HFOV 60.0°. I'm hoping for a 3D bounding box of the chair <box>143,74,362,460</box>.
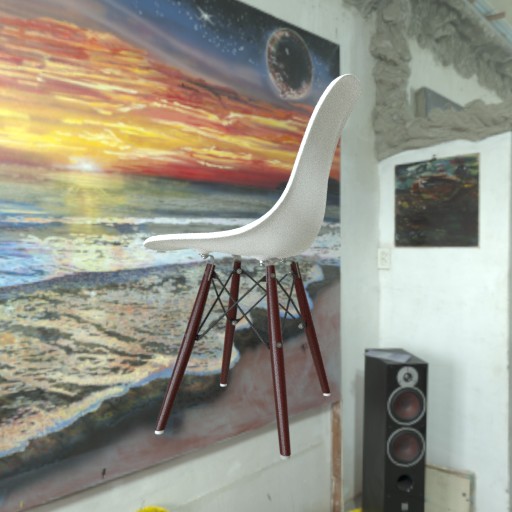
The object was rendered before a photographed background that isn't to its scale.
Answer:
[{"bbox_3d":[0.000,0.000,1.155,0.533,0.826,0.470,0,1,19],"label":"chair"}]
